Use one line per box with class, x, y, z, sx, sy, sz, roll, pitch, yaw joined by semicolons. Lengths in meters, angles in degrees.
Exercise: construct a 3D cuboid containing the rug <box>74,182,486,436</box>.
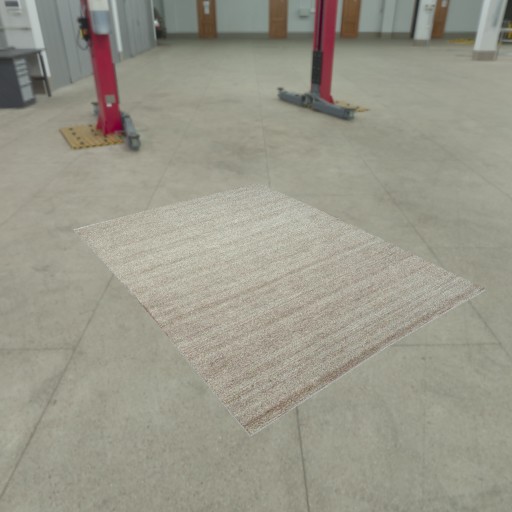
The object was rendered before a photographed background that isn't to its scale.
rug;0.000;0.000;4.177;2.434;0.045;3.202;-20;35;-31
